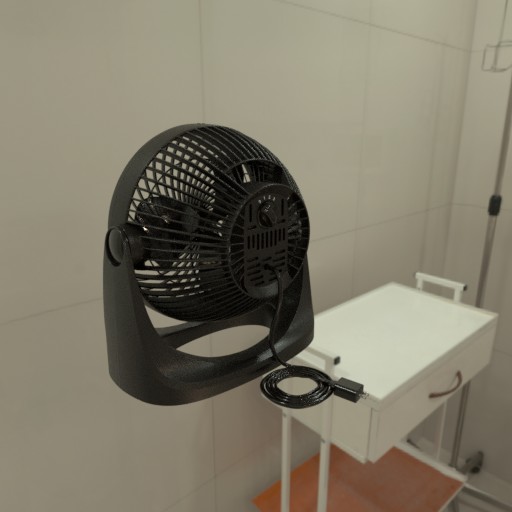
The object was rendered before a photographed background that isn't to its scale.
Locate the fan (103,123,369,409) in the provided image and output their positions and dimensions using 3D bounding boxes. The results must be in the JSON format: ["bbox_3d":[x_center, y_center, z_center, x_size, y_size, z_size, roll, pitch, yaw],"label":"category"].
[{"bbox_3d":[0.000,0.000,0.483,0.273,0.277,0.256,-15,22,-41],"label":"fan"}]
